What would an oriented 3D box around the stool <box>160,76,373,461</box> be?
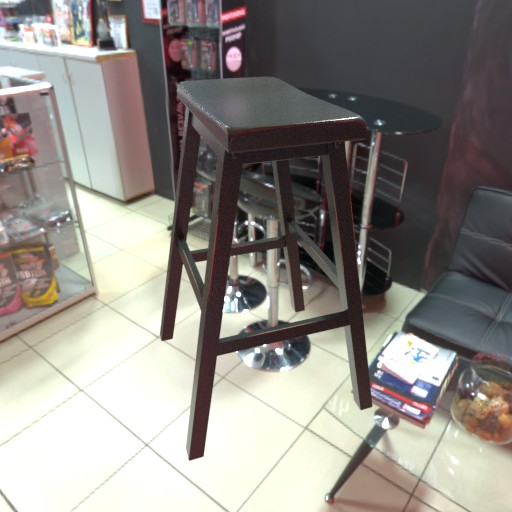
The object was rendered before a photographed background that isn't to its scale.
[{"bbox_3d":[0.000,0.000,1.068,0.476,0.737,0.457,-10,32,-16],"label":"stool"}]
